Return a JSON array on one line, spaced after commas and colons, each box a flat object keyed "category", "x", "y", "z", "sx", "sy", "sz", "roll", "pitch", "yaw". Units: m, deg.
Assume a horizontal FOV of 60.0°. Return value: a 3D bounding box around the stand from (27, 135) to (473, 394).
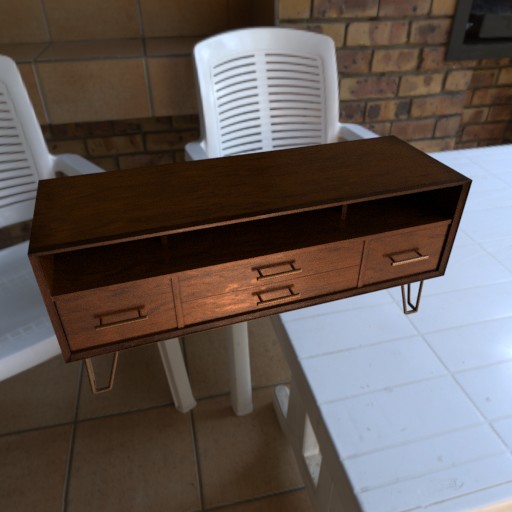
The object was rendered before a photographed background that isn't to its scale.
[{"category": "stand", "x": 0.000, "y": 0.000, "z": 1.649, "sx": 1.372, "sy": 0.610, "sz": 0.481, "roll": -11, "pitch": 36, "yaw": -15}]
